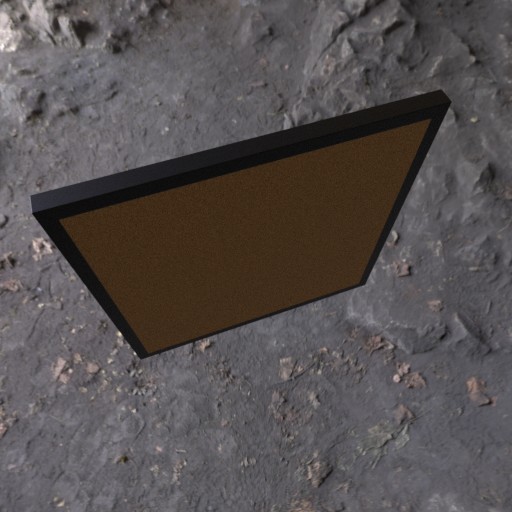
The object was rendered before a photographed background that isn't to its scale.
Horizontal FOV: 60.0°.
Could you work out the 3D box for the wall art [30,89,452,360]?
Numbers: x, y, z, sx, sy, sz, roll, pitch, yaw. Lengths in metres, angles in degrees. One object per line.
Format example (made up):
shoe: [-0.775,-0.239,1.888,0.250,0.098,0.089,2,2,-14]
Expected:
wall art: [0.000,0.000,1.103,0.765,0.765,0.038,-17,61,-10]
